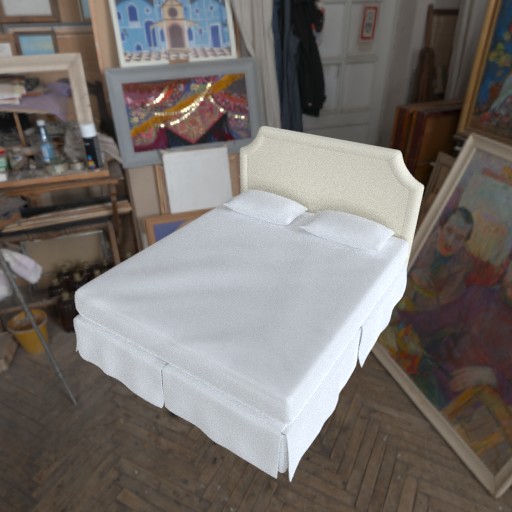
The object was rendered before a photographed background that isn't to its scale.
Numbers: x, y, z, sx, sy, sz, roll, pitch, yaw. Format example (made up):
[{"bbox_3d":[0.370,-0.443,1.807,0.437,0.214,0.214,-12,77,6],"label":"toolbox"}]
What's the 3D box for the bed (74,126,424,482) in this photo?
[{"bbox_3d":[0.000,0.000,4.196,2.350,1.590,2.773,19,37,28],"label":"bed"}]
